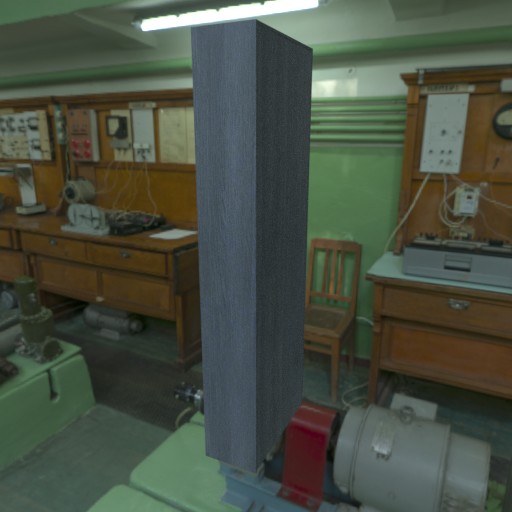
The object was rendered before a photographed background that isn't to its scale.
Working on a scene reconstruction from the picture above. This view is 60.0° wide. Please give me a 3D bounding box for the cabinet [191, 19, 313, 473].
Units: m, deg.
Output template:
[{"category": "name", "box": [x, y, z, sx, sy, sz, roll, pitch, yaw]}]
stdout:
[{"category": "cabinet", "box": [0.000, 0.000, 1.822, 0.255, 1.630, 0.520, 7, 17, 25]}]
